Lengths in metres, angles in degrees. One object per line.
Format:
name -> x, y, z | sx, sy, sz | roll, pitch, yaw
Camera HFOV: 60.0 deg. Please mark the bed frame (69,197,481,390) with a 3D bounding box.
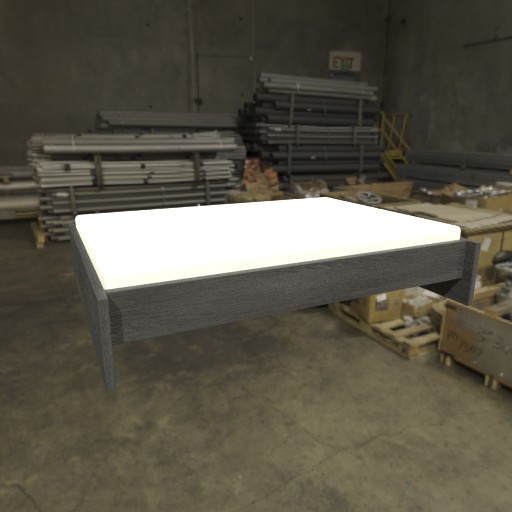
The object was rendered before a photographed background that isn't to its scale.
bed frame -> 0.000, 0.000, 2.642 | 1.950, 0.432, 1.490 | -7, 17, -25
